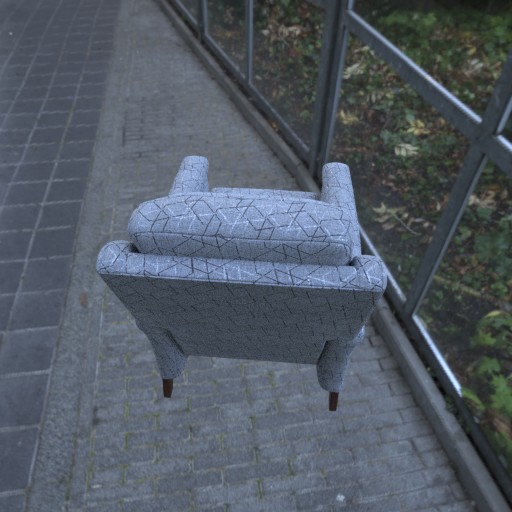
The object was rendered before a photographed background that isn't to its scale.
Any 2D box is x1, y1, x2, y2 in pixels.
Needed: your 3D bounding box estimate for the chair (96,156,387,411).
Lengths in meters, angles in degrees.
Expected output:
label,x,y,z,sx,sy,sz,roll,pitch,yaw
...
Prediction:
label,x,y,z,sx,sy,sz,roll,pitch,yaw
chair,0.000,0.000,1.658,0.753,1.048,0.987,3,46,3
